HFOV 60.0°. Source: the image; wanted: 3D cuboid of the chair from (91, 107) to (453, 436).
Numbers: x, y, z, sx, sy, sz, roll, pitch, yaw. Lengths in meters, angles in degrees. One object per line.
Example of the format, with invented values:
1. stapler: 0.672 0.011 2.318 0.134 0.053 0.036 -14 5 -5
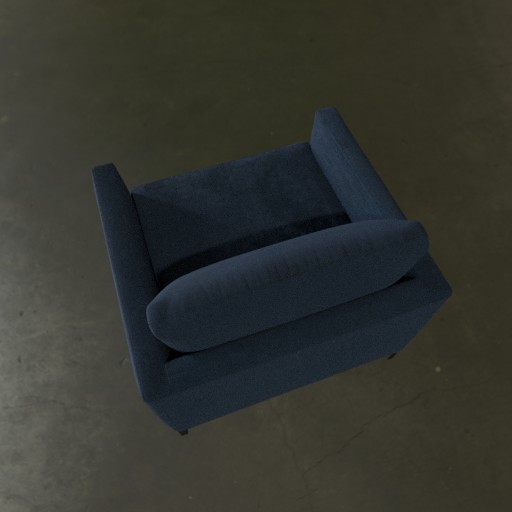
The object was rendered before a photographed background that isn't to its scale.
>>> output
1. chair: 0.000 0.000 1.609 0.964 0.812 0.875 -17 61 -10
